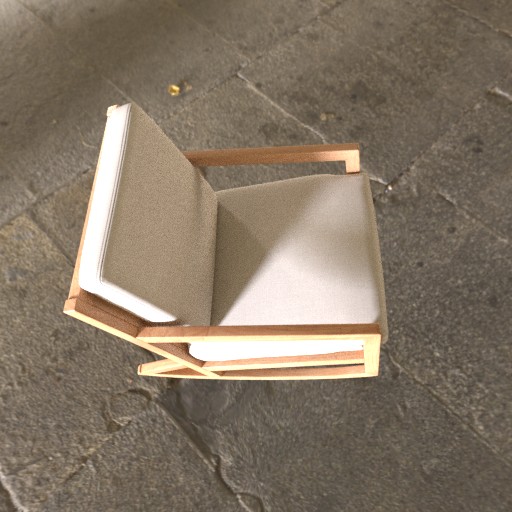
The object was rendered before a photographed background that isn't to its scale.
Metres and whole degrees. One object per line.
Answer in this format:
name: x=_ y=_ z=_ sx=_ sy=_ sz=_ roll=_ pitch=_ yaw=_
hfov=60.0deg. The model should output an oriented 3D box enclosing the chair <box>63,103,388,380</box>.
chair: x=0.000 y=0.000 z=1.420 sx=0.857 sy=0.790 sz=0.622 roll=1 pitch=63 yaw=0
